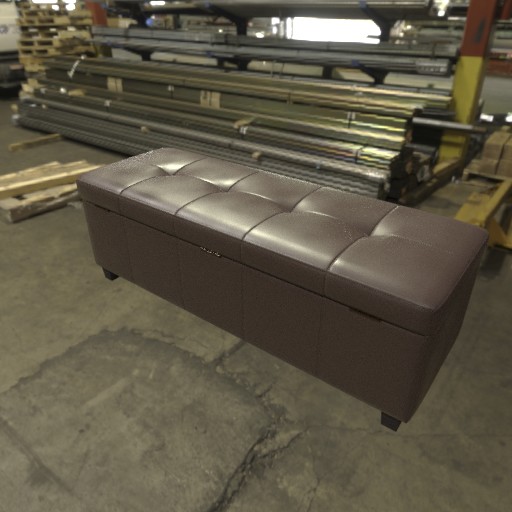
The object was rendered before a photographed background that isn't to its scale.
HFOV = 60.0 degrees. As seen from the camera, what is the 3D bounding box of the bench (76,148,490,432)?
[{"bbox_3d":[0.000,0.000,1.410,1.219,0.417,0.450,21,36,31],"label":"bench"}]
